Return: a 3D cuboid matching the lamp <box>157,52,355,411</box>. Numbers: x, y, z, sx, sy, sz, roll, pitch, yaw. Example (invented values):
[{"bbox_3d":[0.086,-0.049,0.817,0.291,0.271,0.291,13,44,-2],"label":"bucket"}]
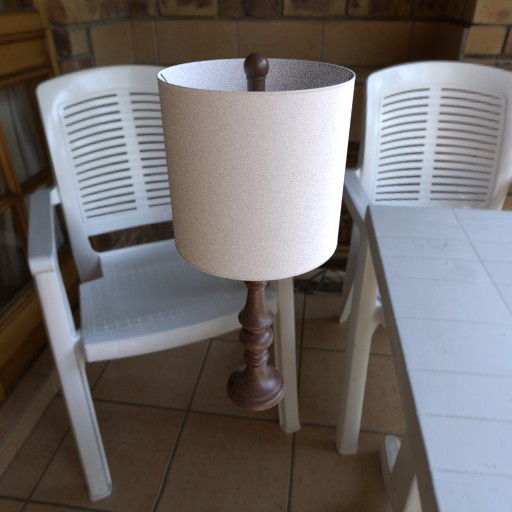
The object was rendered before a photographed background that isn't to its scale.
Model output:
[{"bbox_3d":[0.000,0.000,0.711,0.250,0.597,0.250,1,31,2],"label":"lamp"}]
